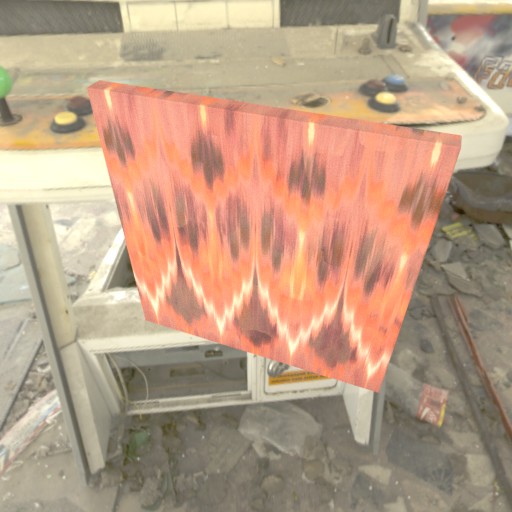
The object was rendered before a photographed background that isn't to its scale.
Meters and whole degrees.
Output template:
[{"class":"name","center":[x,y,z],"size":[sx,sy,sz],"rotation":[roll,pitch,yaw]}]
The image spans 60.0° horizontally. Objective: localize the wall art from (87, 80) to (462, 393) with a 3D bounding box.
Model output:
[{"class":"wall art","center":[0.000,0.000,0.889],"size":[0.603,0.609,0.037],"rotation":[14,43,15]}]
